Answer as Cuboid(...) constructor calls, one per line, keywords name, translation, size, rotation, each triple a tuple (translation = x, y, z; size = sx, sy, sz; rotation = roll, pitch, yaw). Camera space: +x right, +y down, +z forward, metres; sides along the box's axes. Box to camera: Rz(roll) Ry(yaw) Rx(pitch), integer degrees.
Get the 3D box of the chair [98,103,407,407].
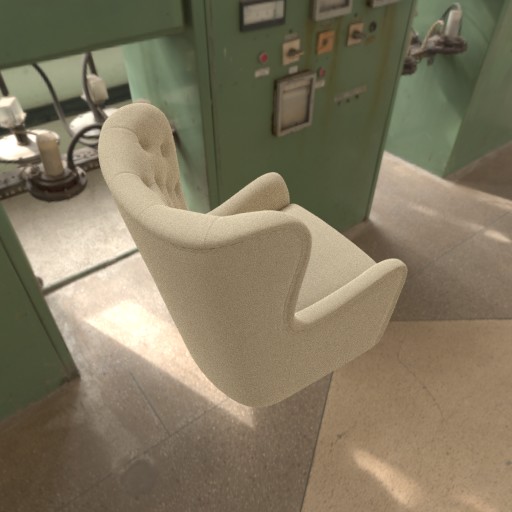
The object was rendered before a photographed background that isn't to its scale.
Cuboid(name="chair", translation=(0.000, 0.000, 1.736), size=(0.929, 1.079, 0.831), rotation=(-26, 49, -25))
